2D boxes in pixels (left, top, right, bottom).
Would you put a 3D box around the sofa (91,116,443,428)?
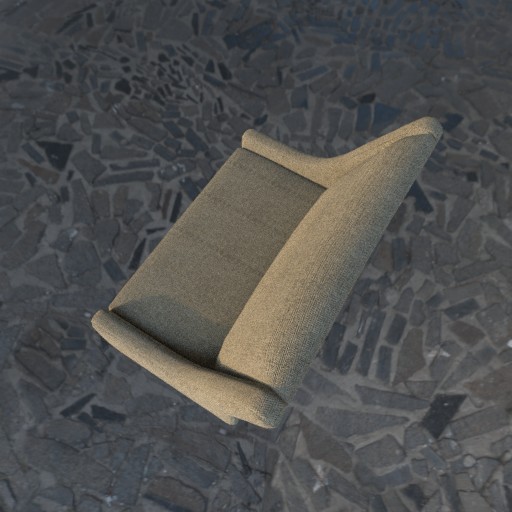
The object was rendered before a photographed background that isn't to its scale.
[{"bbox_3d":[0.000,0.000,1.907,0.870,1.021,1.242,29,67,14],"label":"sofa"}]
